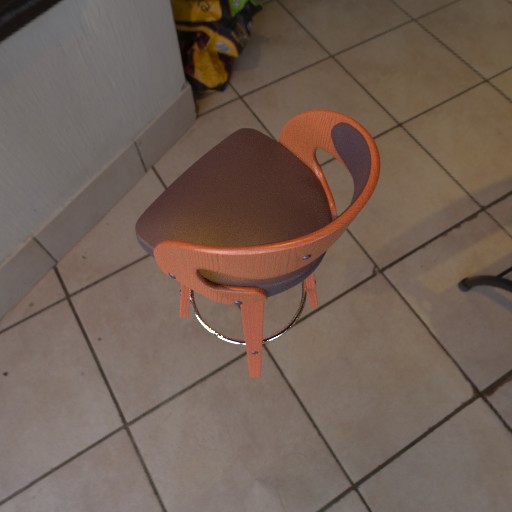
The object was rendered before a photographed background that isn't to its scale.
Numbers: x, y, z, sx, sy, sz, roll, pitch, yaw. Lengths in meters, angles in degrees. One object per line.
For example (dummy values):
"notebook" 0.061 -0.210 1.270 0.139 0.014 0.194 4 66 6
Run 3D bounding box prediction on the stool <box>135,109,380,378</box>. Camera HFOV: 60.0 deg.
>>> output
"stool" 0.000 0.000 1.215 0.457 0.940 0.457 37 69 17
